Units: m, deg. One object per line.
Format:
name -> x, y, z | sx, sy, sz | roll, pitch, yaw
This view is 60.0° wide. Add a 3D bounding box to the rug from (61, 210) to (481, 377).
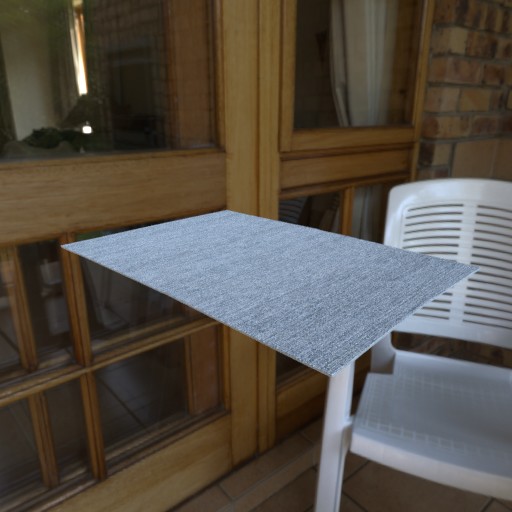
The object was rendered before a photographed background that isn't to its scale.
rug -> 0.000, 0.000, 2.953 | 2.338, 0.030, 1.616 | 17, 25, 41
